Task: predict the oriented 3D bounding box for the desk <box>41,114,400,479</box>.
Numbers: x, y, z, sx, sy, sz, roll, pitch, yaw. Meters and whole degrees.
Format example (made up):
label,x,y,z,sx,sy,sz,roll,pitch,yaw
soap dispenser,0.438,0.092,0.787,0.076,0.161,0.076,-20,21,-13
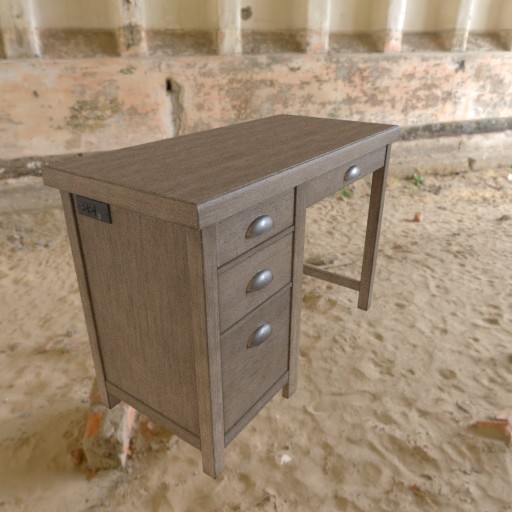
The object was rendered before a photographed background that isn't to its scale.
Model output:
label,x,y,z,sx,sy,sz,roll,pitch,yaw
desk,0.000,0.000,1.785,0.610,0.912,1.289,17,30,32
